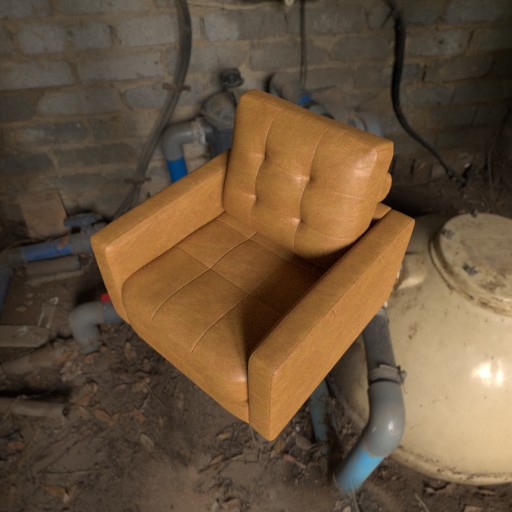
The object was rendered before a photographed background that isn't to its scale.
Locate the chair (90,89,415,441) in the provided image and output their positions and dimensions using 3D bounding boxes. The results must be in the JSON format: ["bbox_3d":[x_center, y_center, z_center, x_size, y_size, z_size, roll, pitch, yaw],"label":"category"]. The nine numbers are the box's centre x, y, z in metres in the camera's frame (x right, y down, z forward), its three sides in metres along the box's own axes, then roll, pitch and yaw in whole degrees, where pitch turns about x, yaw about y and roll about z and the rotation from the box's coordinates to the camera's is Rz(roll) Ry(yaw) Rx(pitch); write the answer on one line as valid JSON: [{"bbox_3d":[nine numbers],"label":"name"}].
[{"bbox_3d":[0.000,0.000,1.612,0.831,0.896,0.868,31,54,27],"label":"chair"}]
